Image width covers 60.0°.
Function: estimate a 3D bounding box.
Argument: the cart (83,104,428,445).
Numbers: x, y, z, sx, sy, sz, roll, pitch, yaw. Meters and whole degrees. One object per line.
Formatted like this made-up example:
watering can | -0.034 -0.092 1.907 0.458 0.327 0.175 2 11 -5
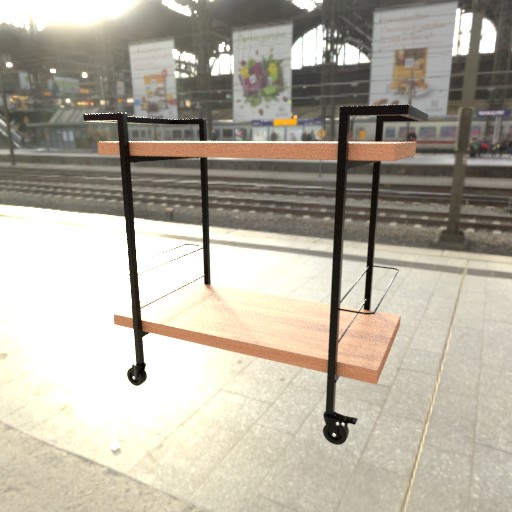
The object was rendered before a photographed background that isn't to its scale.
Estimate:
cart | 0.000 0.000 1.248 0.806 0.762 0.406 7 16 24
